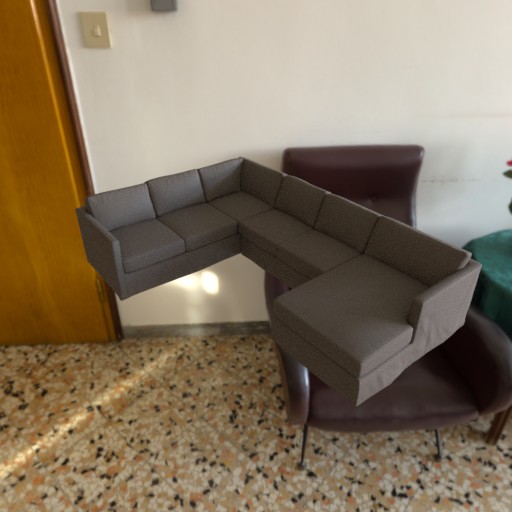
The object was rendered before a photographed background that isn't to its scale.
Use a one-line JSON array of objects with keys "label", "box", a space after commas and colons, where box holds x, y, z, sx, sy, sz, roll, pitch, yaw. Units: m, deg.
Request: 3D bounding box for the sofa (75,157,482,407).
[{"label": "sofa", "box": [0.000, 0.000, 4.540, 2.427, 0.882, 3.460, -22, 38, -32]}]
